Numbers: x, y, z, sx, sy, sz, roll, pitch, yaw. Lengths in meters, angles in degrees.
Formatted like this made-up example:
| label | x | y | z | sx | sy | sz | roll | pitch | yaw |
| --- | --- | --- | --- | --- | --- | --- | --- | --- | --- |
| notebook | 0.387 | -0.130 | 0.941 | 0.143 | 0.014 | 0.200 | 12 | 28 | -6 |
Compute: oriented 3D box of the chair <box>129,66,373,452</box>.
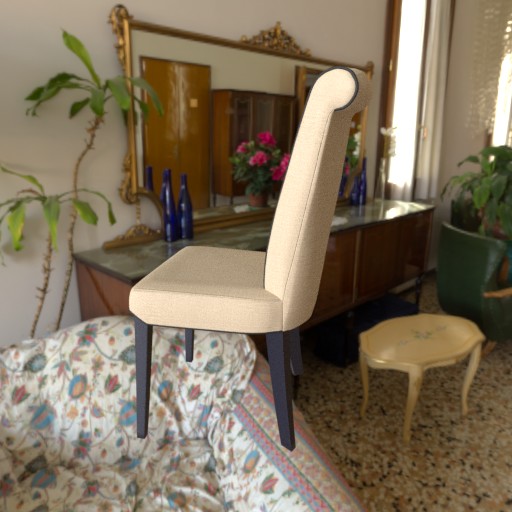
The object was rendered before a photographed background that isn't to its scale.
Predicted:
| label | x | y | z | sx | sy | sz | roll | pitch | yaw |
| --- | --- | --- | --- | --- | --- | --- | --- | --- | --- |
| chair | 0.000 | 0.000 | 1.343 | 0.623 | 0.997 | 0.522 | 2 | 15 | 9 |
